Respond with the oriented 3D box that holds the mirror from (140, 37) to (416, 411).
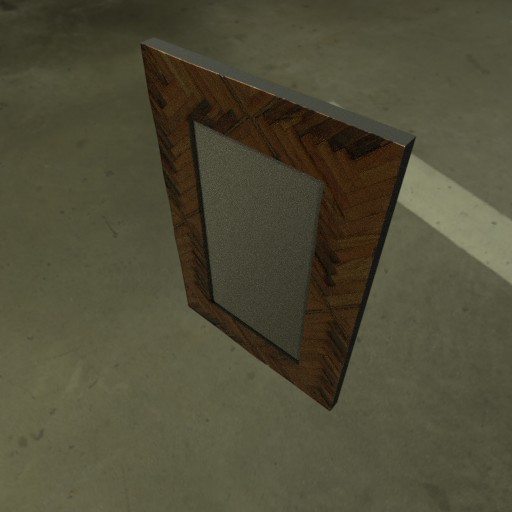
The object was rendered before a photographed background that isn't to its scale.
[{"bbox_3d":[0.000,0.000,1.133,0.606,0.912,0.044,31,54,26],"label":"mirror"}]
